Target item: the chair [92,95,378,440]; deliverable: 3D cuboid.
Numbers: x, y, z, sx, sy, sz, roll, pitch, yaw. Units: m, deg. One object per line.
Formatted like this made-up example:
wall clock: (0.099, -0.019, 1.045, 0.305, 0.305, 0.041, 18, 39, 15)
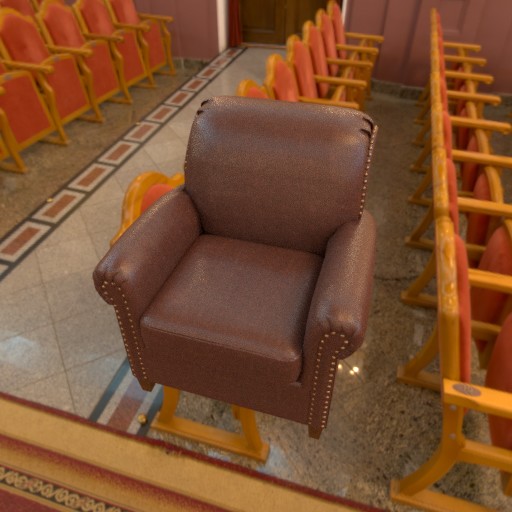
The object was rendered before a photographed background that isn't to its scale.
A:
chair: (0.000, 0.000, 1.648, 0.854, 0.927, 0.890, 11, 40, 13)
